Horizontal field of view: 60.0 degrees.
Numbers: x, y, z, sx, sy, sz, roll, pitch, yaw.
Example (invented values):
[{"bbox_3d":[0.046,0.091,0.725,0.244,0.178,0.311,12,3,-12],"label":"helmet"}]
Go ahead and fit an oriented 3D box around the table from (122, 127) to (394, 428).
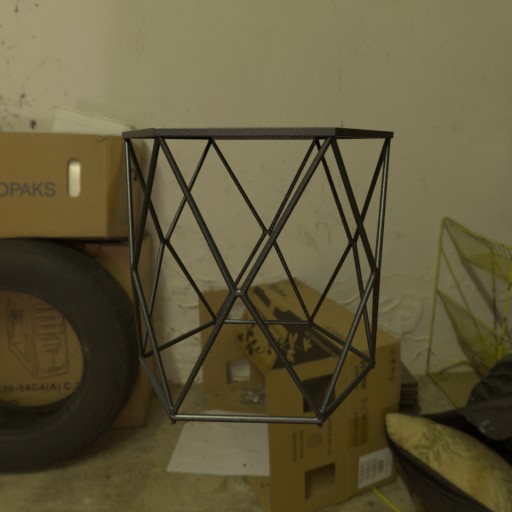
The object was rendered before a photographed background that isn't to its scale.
[{"bbox_3d":[0.000,0.000,1.040,0.579,0.564,0.578,-7,16,-26],"label":"table"}]
